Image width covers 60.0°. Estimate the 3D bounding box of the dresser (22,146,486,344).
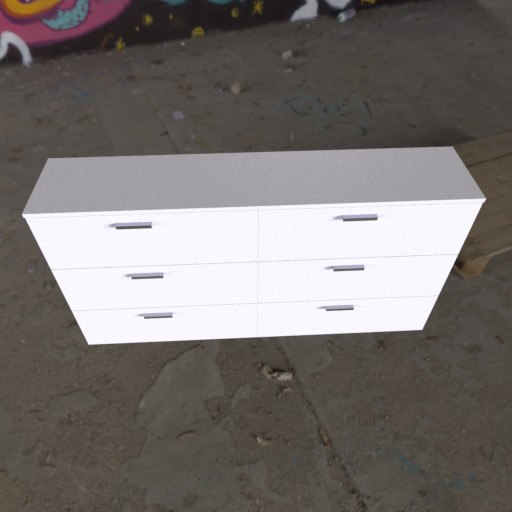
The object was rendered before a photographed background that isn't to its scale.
[{"bbox_3d":[0.000,0.000,1.853,1.535,0.790,0.333,-2,46,-2],"label":"dresser"}]
